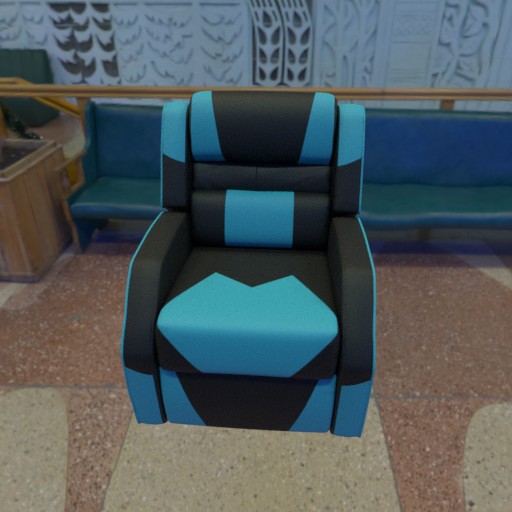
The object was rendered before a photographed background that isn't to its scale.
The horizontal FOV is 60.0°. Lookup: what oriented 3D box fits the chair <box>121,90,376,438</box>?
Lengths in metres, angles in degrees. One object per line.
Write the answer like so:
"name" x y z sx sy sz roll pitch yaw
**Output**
"chair" 0.000 0.000 1.278 0.620 0.805 0.672 2 30 4
